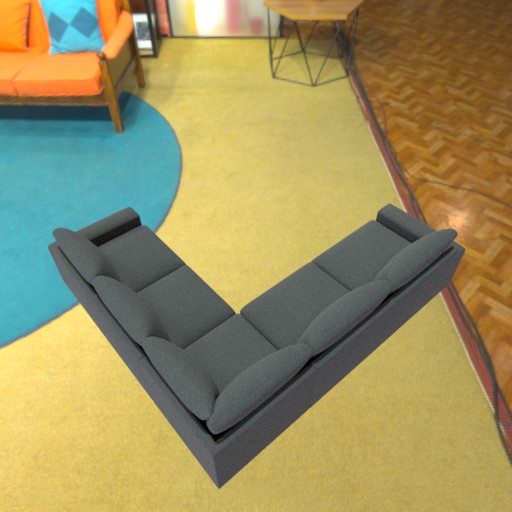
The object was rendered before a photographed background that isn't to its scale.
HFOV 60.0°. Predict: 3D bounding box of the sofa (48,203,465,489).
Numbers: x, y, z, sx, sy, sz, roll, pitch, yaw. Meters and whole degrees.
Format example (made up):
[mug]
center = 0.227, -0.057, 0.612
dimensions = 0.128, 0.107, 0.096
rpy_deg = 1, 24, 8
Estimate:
[sofa]
center = 0.000, 0.000, 4.703
dimensions = 3.277, 0.965, 2.895
rpy_deg = -32, 54, -27
